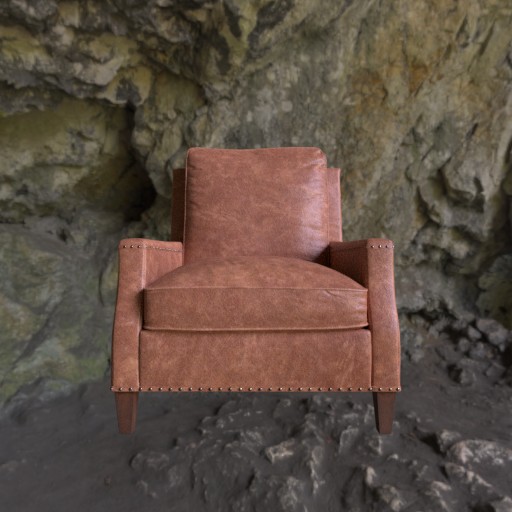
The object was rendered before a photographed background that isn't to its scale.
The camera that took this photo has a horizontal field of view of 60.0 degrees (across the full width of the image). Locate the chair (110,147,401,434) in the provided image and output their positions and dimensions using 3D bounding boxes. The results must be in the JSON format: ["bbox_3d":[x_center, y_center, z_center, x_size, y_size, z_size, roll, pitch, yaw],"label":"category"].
[{"bbox_3d":[0.000,0.000,1.771,0.854,1.054,1.035,0,-1,0],"label":"chair"}]
